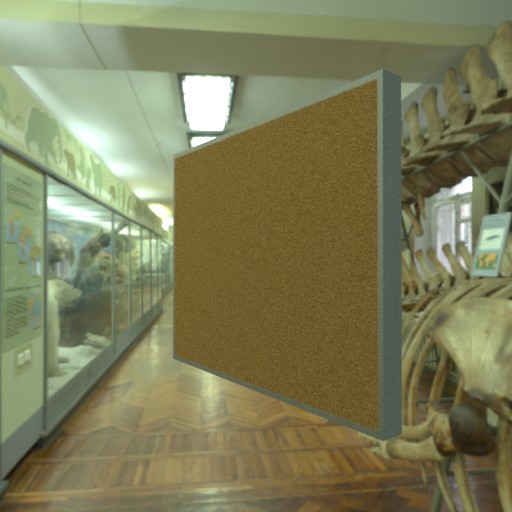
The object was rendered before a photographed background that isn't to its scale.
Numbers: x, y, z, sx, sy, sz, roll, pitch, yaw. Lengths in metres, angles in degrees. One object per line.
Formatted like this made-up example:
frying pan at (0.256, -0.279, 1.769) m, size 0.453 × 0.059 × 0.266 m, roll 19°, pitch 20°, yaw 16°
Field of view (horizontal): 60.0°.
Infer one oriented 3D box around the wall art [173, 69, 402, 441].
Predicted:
wall art at (0.000, 0.000, 0.769) m, size 0.037 × 0.450 × 0.557 m, roll 0°, pitch -1°, yaw -37°
